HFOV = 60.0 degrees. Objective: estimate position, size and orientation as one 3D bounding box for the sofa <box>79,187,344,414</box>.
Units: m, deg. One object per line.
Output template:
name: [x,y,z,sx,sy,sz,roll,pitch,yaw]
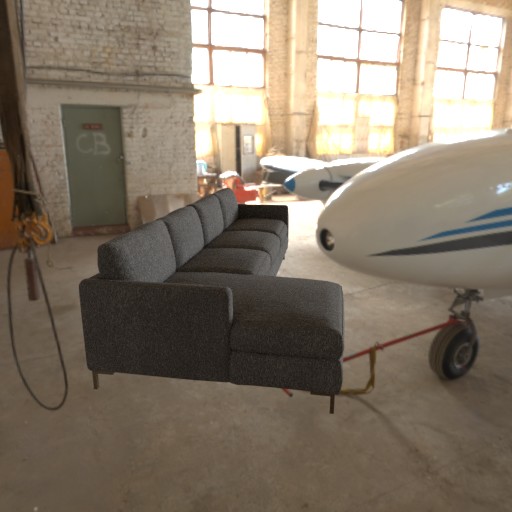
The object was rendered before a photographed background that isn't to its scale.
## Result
sofa: [0.000,0.000,3.542,1.350,0.810,2.932,2,15,9]
